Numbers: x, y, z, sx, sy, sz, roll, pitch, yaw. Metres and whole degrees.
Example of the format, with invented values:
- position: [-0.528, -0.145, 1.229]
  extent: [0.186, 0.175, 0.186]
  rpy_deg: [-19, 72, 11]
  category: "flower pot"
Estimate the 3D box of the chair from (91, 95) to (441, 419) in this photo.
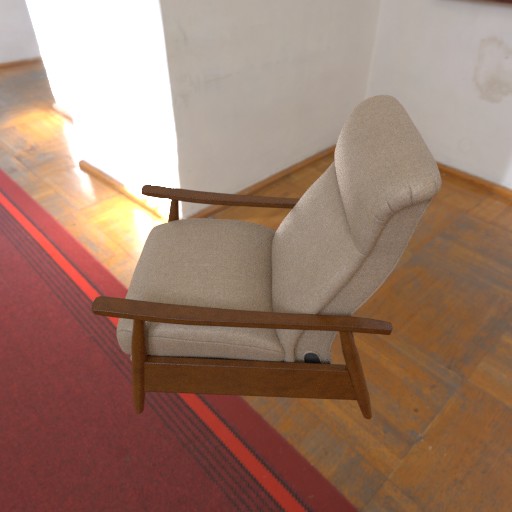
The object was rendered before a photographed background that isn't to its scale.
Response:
- position: [0.000, 0.000, 1.731]
  extent: [1.030, 1.082, 0.762]
  rpy_deg: [1, 40, 1]
  category: "chair"
